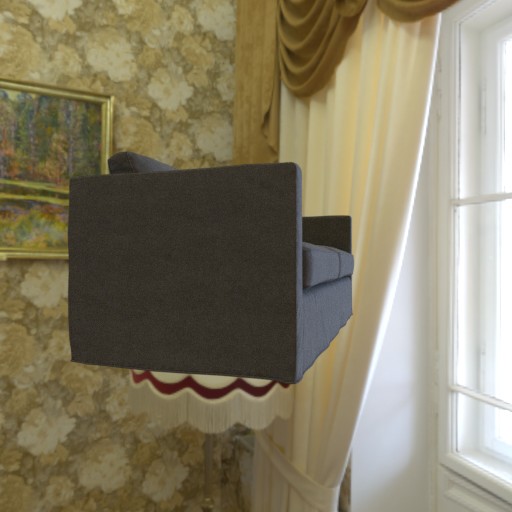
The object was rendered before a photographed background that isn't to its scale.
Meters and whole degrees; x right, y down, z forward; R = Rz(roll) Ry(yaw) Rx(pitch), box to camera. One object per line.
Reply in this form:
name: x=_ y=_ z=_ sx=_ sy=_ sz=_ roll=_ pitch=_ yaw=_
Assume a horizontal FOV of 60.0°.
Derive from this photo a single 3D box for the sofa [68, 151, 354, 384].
sofa: x=0.000 y=0.000 z=2.510 sx=0.953 sy=0.855 sz=1.982 roll=0 pitch=-1 yaw=18
